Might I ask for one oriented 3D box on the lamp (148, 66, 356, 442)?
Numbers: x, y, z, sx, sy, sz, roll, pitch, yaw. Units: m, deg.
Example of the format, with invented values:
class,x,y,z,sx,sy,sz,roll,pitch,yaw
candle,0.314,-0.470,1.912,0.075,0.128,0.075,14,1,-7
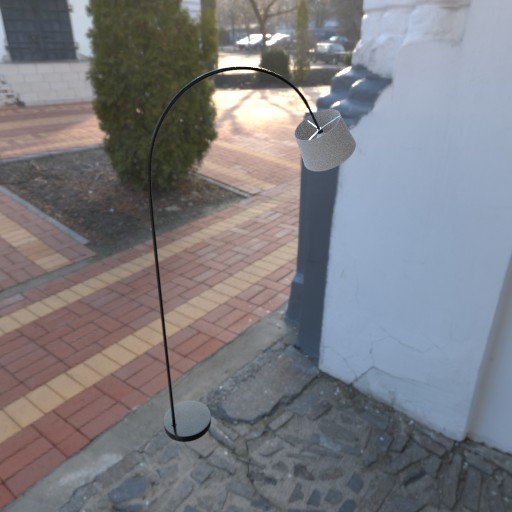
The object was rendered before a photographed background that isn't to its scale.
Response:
class,x,y,z,sx,sy,sz,roll,pitch,yaw
lamp,0.000,0.000,2.660,1.363,2.104,0.331,-17,31,-31
